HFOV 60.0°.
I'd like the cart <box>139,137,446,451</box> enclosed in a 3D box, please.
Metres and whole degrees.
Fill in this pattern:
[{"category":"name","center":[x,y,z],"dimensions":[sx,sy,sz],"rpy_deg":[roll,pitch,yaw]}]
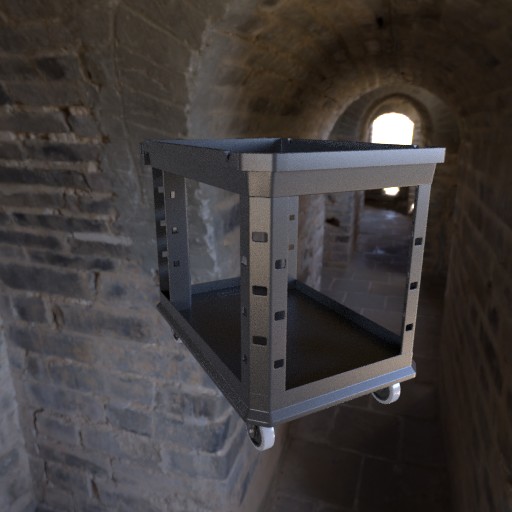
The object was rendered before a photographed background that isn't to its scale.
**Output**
[{"category":"cart","center":[0.000,0.000,1.770],"dimensions":[0.674,0.884,1.239],"rpy_deg":[-9,19,-26]}]
